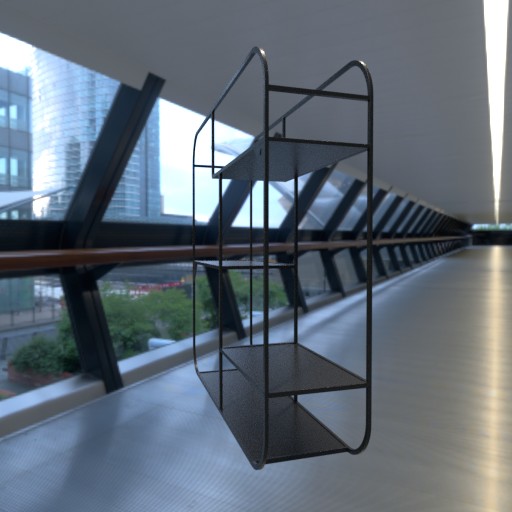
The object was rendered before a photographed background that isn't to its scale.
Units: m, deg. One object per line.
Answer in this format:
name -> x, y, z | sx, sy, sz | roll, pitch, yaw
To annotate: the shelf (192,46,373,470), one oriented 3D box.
shelf -> 0.000, 0.000, 0.889 | 0.160, 0.600, 0.600 | 0, 1, -17
